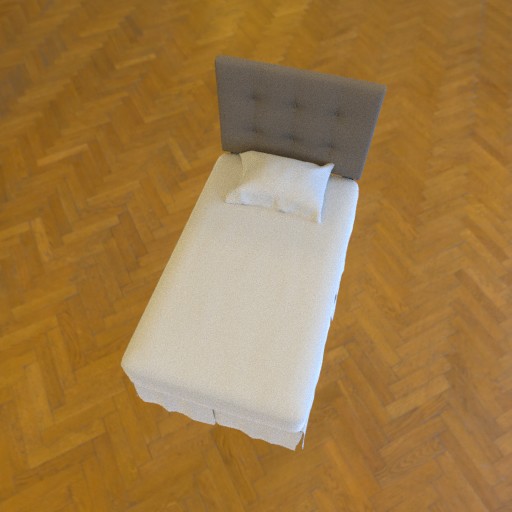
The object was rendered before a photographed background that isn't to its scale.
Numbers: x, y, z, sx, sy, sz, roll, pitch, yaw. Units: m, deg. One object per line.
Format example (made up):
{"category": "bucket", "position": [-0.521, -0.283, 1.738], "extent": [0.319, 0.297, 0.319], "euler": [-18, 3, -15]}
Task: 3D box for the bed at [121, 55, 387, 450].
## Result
{"category": "bed", "position": [0.000, 0.000, 3.020], "extent": [1.261, 1.571, 1.997], "euler": [14, 59, 9]}
